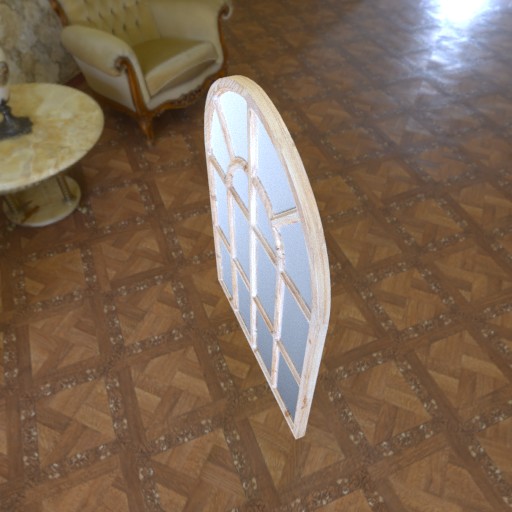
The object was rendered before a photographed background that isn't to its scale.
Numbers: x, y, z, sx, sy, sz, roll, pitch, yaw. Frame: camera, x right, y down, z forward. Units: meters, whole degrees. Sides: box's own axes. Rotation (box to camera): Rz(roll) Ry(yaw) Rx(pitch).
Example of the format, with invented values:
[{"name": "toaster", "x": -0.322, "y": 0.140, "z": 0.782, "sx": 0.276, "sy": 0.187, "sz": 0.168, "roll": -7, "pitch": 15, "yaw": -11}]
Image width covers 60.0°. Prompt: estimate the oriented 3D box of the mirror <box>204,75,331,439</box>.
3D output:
[{"name": "mirror", "x": 0.000, "y": 0.000, "z": 1.167, "sx": 0.032, "sy": 0.920, "sz": 0.660, "roll": -18, "pitch": 50, "yaw": -15}]
